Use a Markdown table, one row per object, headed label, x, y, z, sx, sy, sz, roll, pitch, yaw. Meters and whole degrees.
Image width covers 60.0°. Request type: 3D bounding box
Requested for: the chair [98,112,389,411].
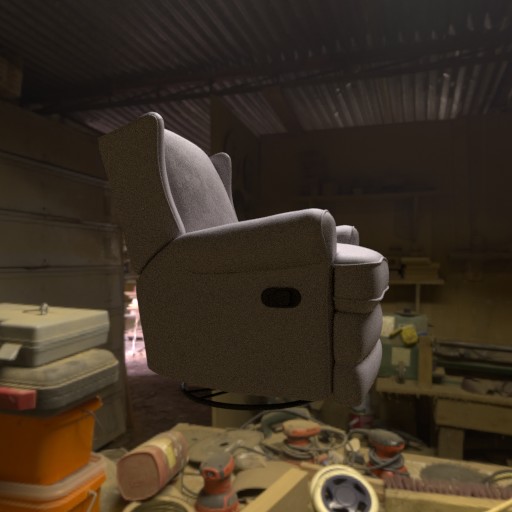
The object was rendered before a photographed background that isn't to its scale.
| label | x | y | z | sx | sy | sz | roll | pitch | yaw |
| --- | --- | --- | --- | --- | --- | --- | --- | --- | --- |
| chair | 0.000 | 0.000 | 1.719 | 0.969 | 1.011 | 0.847 | 0 | 0 | 19 |
